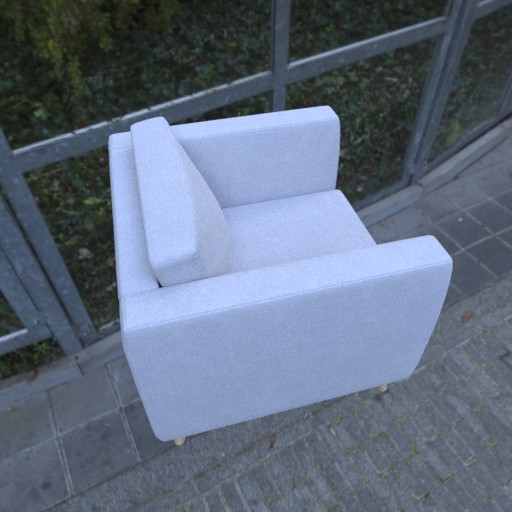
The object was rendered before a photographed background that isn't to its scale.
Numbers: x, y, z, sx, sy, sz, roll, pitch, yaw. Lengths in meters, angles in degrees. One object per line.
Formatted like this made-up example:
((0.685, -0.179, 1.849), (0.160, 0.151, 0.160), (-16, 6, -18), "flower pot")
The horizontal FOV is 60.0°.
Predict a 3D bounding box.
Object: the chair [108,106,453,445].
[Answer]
((0.000, 0.000, 1.665), (0.930, 0.860, 1.000), (-11, 47, -10), "chair")
